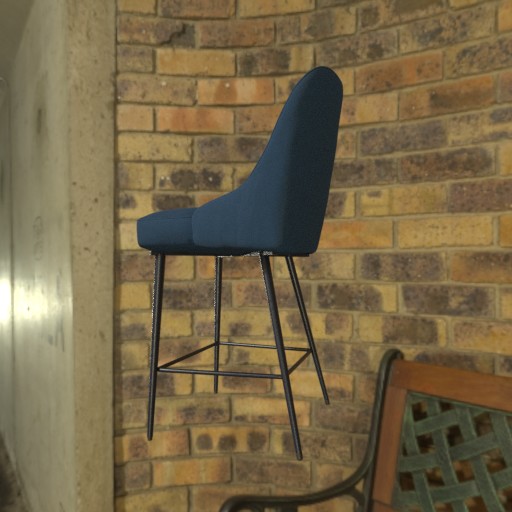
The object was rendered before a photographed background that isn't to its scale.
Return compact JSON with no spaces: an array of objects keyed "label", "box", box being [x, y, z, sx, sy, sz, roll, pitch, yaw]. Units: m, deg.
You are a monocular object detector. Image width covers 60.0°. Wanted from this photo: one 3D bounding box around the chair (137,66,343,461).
[{"label":"chair","box":[0.000,0.000,1.260,0.489,0.927,0.526,0,-1,18]}]
